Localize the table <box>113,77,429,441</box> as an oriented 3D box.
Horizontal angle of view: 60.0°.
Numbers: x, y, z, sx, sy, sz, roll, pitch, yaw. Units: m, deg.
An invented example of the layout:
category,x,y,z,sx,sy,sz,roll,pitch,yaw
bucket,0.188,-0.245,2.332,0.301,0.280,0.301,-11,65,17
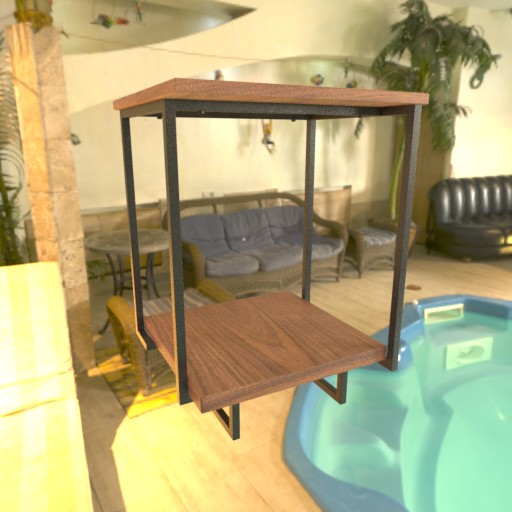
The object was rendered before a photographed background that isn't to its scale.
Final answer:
category,x,y,z,sx,sy,sz,roll,pitch,yaw
table,0.000,0.000,0.838,0.411,0.567,0.384,-8,17,-26
